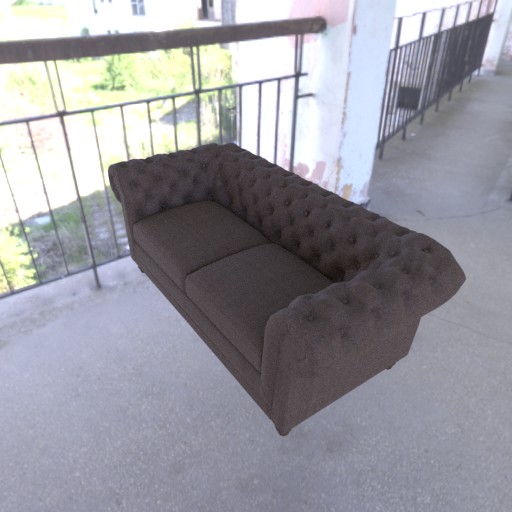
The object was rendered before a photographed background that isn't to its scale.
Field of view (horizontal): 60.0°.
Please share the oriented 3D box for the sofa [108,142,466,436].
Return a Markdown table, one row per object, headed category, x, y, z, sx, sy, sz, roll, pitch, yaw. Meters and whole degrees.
| category | x | y | z | sx | sy | sz | roll | pitch | yaw |
| --- | --- | --- | --- | --- | --- | --- | --- | --- | --- |
| sofa | 0.000 | 0.000 | 2.530 | 0.944 | 0.780 | 2.048 | -21 | 38 | -29 |
